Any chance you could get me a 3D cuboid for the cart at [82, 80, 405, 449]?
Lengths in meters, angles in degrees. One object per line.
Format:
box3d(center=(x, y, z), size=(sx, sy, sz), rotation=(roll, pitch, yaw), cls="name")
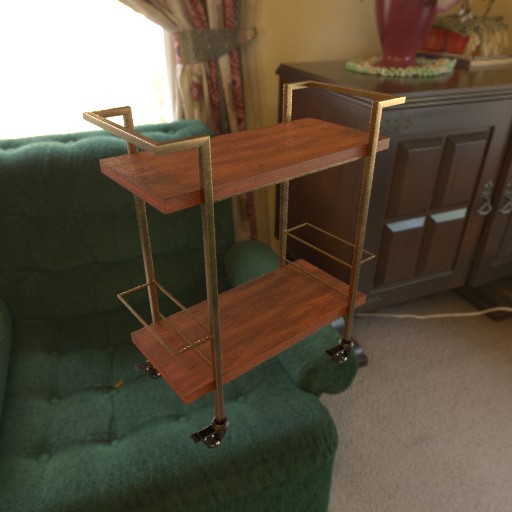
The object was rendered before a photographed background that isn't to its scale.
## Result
box3d(center=(0.000, 0.000, 1.219), size=(0.695, 0.807, 0.364), rotation=(-22, 37, -33), cls="cart")
